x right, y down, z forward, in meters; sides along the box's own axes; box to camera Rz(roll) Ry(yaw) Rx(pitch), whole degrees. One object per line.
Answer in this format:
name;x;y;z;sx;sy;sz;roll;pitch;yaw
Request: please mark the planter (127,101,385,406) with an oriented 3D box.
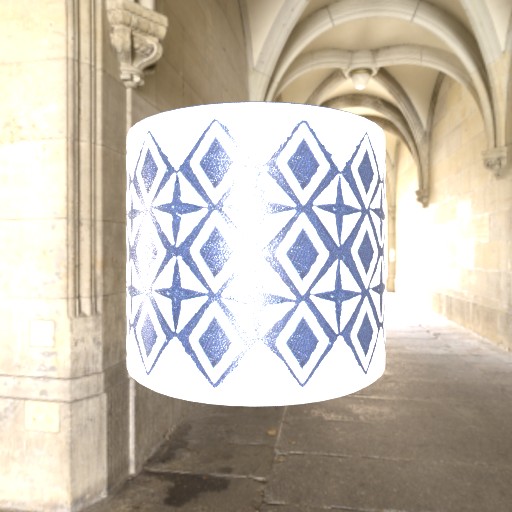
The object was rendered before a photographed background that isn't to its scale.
planter;0.000;0.000;0.283;0.159;0.144;0.159;0;0;0
